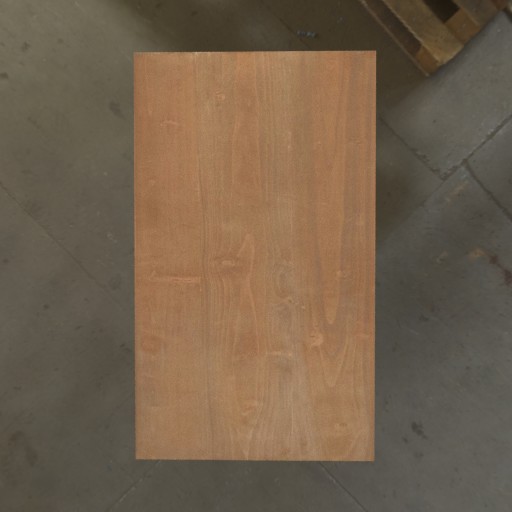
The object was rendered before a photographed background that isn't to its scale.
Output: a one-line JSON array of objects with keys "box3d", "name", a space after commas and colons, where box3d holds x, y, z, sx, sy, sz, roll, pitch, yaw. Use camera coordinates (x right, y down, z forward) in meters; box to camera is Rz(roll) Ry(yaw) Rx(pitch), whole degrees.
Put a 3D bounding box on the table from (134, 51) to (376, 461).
[{"box3d": [0.000, 0.000, 2.133, 0.946, 0.780, 1.609, 0, 91, 1], "name": "table"}]
